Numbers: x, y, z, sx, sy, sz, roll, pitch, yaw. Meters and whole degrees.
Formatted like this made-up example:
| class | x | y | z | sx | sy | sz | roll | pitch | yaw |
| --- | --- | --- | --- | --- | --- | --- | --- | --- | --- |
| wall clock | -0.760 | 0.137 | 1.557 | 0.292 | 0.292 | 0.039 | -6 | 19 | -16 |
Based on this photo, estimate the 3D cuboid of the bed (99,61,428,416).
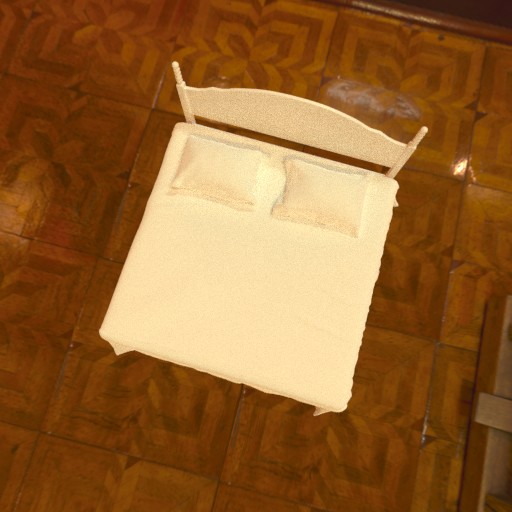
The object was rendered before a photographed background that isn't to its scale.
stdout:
| class | x | y | z | sx | sy | sz | roll | pitch | yaw |
| --- | --- | --- | --- | --- | --- | --- | --- | --- | --- |
| bed | 0.000 | 0.000 | 3.605 | 2.322 | 1.355 | 2.219 | 16 | 78 | 4 |
